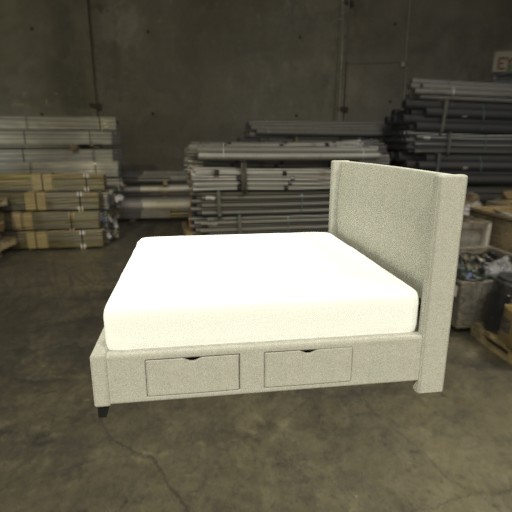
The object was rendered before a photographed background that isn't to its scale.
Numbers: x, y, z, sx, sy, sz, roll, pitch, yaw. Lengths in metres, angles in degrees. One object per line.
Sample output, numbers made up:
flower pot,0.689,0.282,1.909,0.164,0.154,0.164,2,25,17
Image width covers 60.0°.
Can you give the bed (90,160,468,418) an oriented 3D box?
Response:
bed,0.000,0.000,3.703,2.280,1.470,2.140,-2,15,-8
